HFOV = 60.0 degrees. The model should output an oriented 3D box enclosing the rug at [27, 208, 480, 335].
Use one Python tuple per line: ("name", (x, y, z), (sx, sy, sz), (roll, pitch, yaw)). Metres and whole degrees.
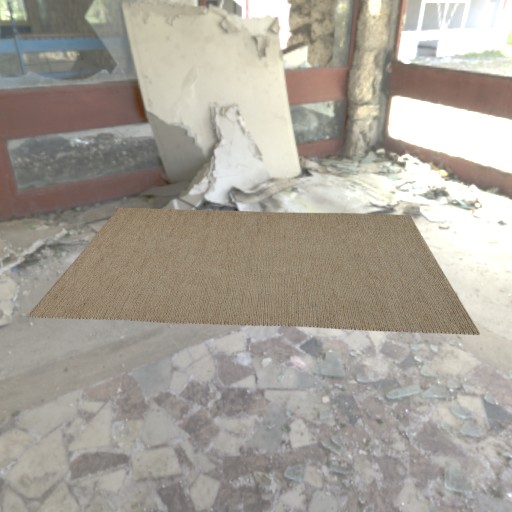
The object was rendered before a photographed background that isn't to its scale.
("rug", (0.000, 0.000, 3.039), (2.439, 0.011, 1.533), (2, 29, 3))
